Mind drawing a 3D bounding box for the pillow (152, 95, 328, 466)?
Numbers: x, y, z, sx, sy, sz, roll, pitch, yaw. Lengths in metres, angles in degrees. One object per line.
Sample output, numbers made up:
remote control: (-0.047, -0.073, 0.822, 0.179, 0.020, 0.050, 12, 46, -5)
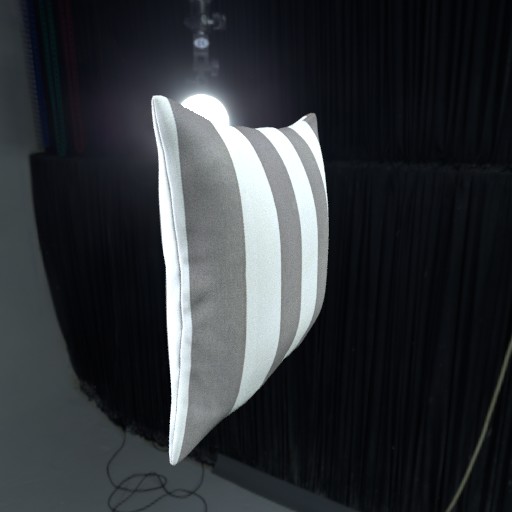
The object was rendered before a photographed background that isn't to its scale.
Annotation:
pillow: (0.000, 0.000, 0.790, 0.192, 0.507, 0.522, 8, 17, 27)
